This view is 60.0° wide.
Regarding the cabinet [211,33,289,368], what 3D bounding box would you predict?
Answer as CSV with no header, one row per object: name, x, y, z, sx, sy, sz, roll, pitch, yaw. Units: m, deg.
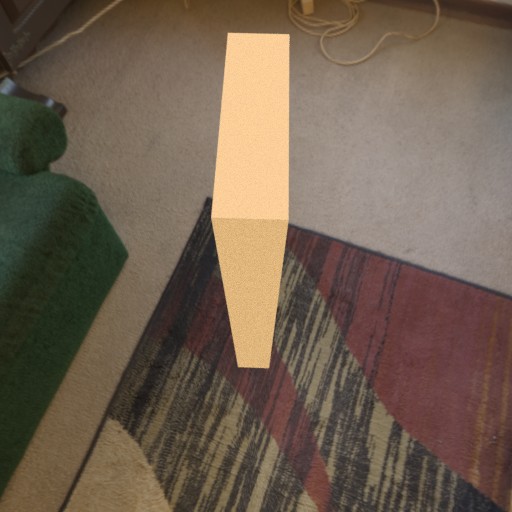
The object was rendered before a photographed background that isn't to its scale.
cabinet,0.000,0.000,1.996,0.192,1.770,0.643,2,65,1
